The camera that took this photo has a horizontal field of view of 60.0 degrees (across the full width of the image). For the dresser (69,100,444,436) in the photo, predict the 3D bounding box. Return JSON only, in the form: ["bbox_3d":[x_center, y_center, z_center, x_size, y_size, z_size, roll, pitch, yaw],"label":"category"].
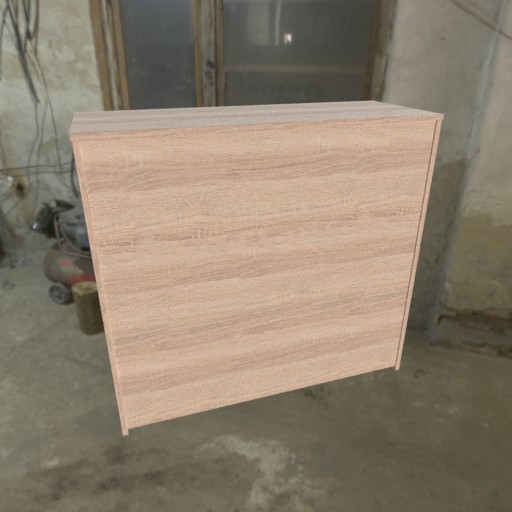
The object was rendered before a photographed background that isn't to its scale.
[{"bbox_3d":[0.000,0.000,1.453,0.980,0.900,0.380,-8,26,-16],"label":"dresser"}]
